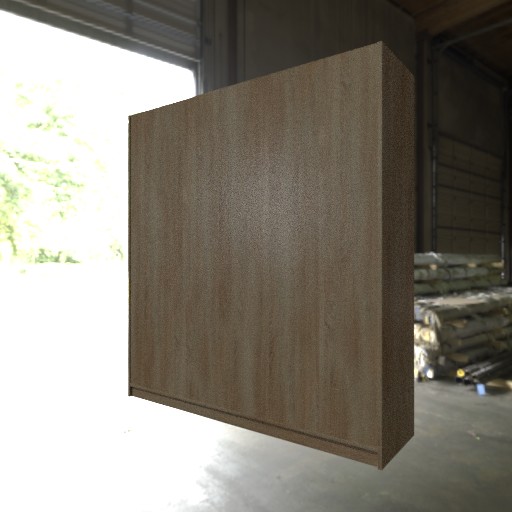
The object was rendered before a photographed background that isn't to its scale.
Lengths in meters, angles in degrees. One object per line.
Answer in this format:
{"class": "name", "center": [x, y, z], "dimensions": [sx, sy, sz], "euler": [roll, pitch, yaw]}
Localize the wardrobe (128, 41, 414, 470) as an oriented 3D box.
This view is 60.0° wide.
{"class": "wardrobe", "center": [0.000, 0.000, 3.053], "dimensions": [1.998, 2.159, 0.598], "euler": [0, 0, 36]}
